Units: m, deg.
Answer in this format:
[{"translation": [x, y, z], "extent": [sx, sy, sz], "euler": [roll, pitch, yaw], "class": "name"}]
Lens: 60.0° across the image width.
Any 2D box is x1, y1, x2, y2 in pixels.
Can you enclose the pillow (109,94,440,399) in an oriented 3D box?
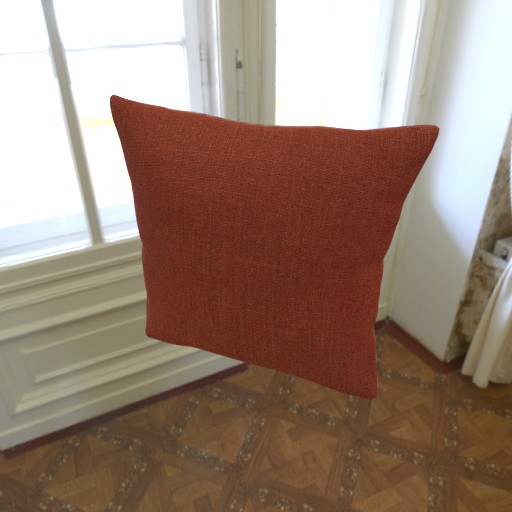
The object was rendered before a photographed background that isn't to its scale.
[{"translation": [0.000, 0.000, 0.658], "extent": [0.429, 0.434, 0.159], "euler": [10, 33, 17], "class": "pillow"}]
